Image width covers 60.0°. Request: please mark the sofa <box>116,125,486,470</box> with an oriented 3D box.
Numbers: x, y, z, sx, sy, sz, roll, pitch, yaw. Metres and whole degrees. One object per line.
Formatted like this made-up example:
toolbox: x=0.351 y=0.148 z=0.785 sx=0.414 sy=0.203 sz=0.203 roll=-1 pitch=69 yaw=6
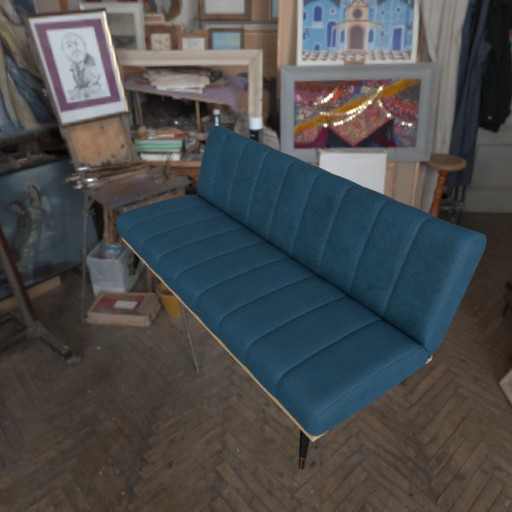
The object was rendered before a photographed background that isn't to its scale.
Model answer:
sofa: x=0.000 y=0.000 z=2.251 sx=0.830 sy=0.825 sz=1.810 roll=-21 pitch=37 yaw=-30
